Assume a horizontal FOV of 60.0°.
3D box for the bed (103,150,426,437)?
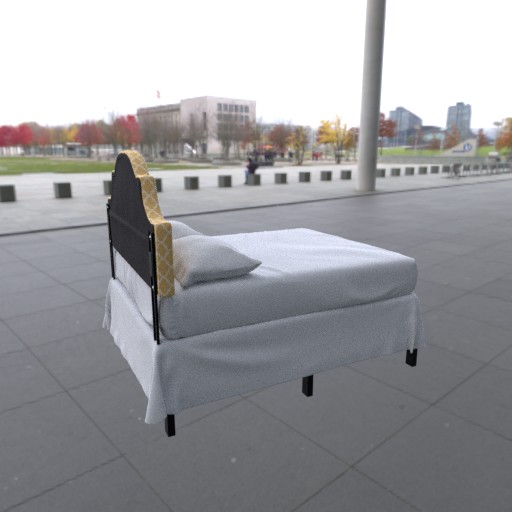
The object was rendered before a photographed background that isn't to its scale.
[{"bbox_3d":[0.000,0.000,3.519,2.222,1.633,1.780,-7,15,-26],"label":"bed"}]
